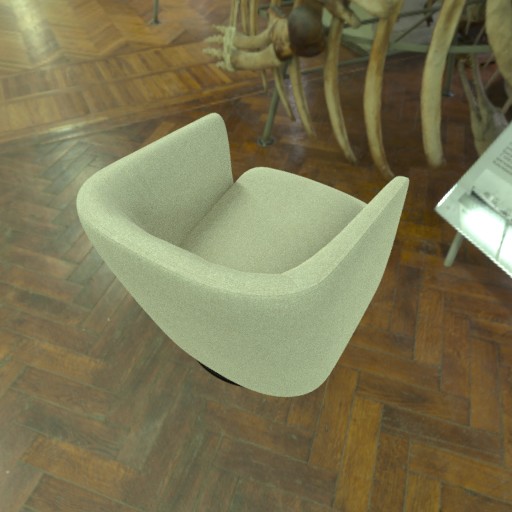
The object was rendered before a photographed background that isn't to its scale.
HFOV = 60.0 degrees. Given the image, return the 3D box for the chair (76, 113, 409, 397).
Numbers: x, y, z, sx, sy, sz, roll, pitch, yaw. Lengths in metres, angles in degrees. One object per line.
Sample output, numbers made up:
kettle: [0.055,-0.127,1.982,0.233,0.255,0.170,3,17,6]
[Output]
chair: [0.000,0.000,1.607,0.822,0.861,0.986,25,51,22]
